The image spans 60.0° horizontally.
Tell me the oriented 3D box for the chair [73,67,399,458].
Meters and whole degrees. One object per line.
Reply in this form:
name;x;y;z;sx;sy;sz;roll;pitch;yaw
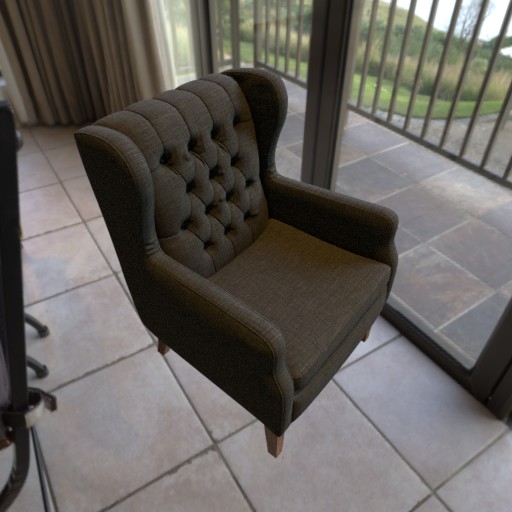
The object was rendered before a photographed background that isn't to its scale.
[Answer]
chair;0.000;0.000;1.469;0.775;0.953;0.711;28;48;28
